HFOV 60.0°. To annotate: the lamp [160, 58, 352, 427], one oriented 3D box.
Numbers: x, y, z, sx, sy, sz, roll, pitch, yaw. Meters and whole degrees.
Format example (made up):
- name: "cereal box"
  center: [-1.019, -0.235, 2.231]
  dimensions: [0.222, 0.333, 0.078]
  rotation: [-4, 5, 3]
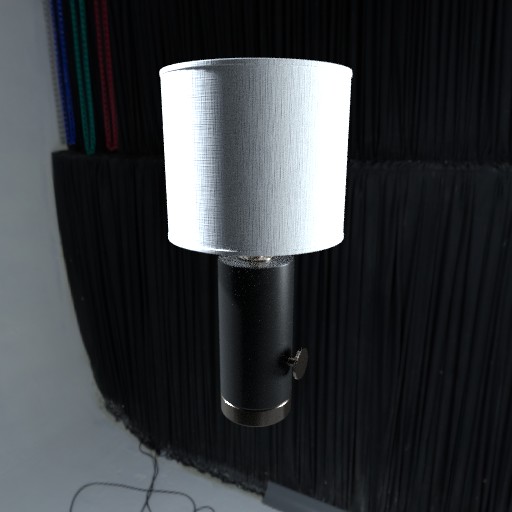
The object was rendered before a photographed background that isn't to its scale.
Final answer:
- name: "lamp"
  center: [0.000, 0.000, 0.629]
  dimensions: [0.240, 0.482, 0.241]
  rotation: [8, 17, 27]
